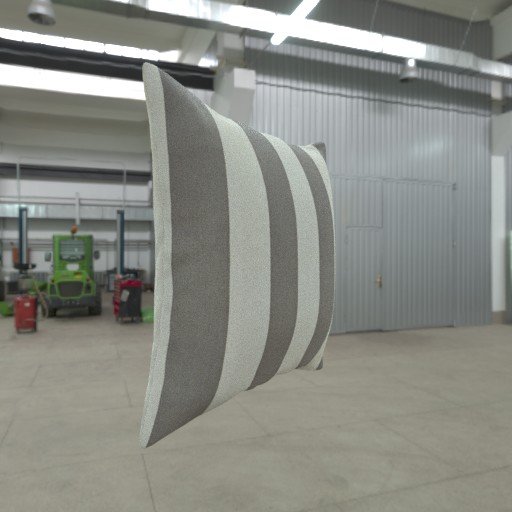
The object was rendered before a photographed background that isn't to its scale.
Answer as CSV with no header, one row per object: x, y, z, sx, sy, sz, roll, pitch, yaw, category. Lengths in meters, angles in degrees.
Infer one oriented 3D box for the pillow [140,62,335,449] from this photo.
0.000,0.000,0.784,0.192,0.507,0.522,0,0,35,pillow
